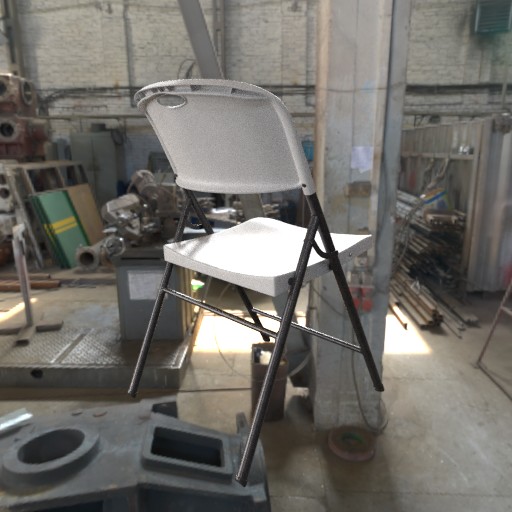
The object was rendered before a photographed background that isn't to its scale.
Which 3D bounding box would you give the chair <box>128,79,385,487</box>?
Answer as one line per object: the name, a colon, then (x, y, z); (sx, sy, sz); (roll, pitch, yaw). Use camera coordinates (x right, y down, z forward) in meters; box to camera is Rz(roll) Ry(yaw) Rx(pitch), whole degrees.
chair: (0.000, 0.000, 1.168); (0.566, 0.810, 0.494); (-13, 19, -42)
